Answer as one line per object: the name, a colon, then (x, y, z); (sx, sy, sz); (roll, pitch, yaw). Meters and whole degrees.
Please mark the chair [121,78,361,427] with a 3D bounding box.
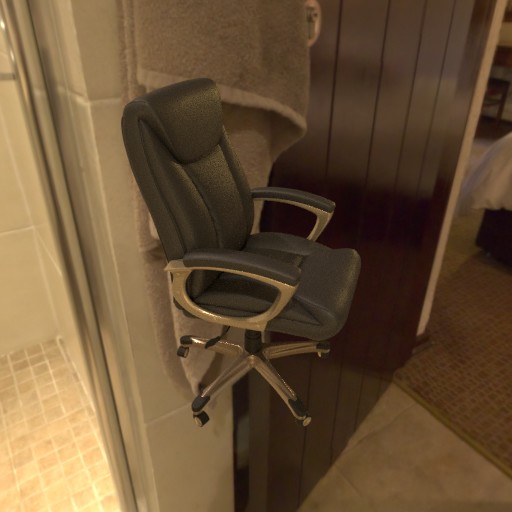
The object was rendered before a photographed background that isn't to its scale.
chair: (0.000, 0.000, 1.660); (0.748, 1.188, 0.694); (10, 31, 17)
